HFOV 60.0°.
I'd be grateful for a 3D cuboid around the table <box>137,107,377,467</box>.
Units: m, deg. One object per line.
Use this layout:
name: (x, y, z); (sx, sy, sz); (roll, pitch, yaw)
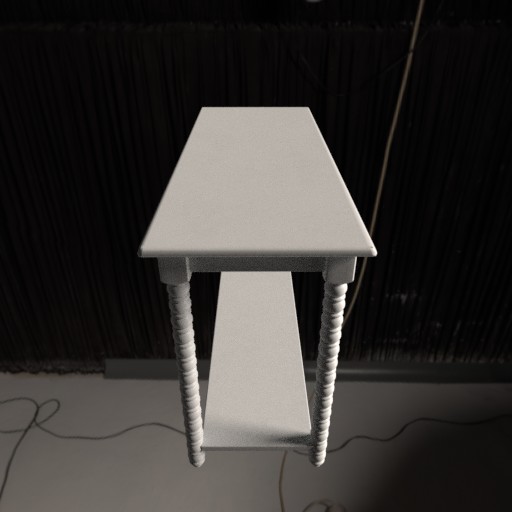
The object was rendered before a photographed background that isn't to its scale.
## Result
table: (0.000, 0.000, 1.530); (0.459, 0.740, 1.184); (0, 31, 0)
